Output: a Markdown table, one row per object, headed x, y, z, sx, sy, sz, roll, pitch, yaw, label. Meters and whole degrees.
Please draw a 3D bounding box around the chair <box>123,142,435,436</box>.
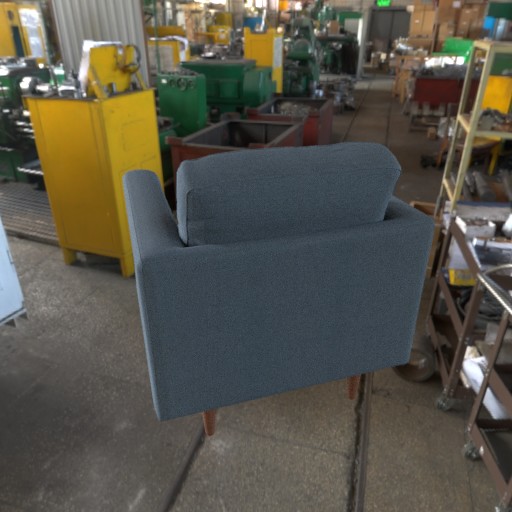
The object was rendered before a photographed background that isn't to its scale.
| x | y | z | sx | sy | sz | roll | pitch | yaw | label |
| --- | --- | --- | --- | --- | --- | --- | --- | --- | --- |
| 0.000 | 0.000 | 1.601 | 0.855 | 0.922 | 0.820 | -8 | 29 | -15 | chair |
